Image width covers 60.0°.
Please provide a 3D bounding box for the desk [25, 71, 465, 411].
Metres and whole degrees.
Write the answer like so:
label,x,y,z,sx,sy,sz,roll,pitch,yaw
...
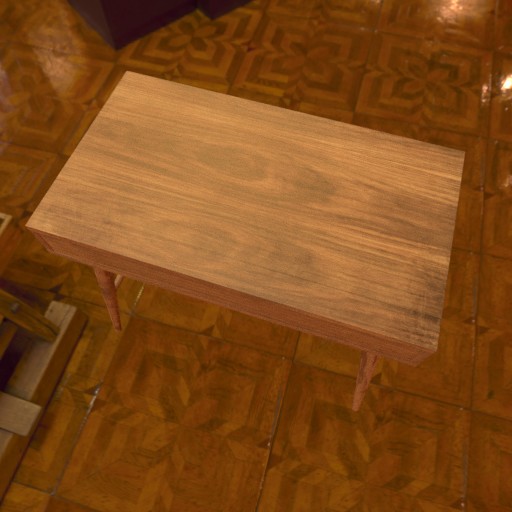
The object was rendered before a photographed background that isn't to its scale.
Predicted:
label,x,y,z,sx,sy,sz,roll,pitch,yaw
desk,0.000,0.000,1.419,0.949,0.758,0.588,16,64,8
